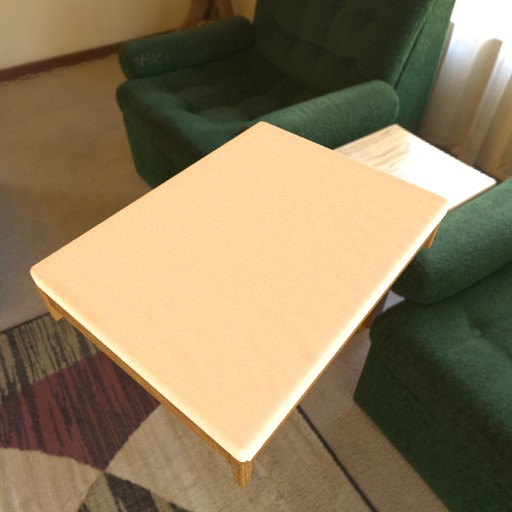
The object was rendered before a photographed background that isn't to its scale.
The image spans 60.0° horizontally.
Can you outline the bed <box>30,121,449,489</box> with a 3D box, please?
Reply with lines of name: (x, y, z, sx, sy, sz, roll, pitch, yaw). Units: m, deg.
bed: (0.000, 0.000, 2.718, 1.536, 0.431, 2.016, 31, 54, 26)
